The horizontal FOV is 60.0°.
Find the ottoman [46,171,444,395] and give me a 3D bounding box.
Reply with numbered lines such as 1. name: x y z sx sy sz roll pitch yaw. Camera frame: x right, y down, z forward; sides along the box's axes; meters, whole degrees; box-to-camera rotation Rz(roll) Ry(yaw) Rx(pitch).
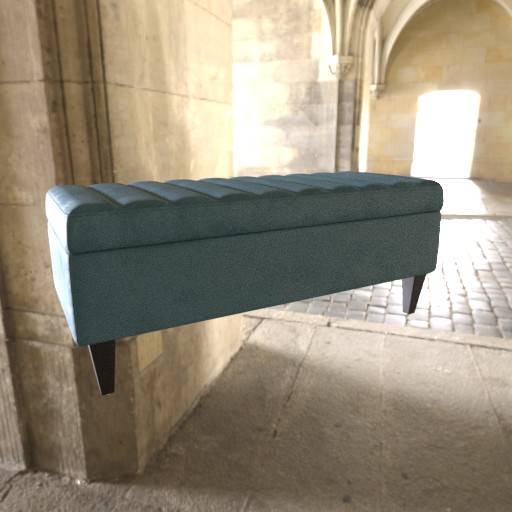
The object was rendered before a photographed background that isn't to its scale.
1. ottoman: 0.000 0.000 1.404 1.151 0.469 0.482 -8 17 -28
